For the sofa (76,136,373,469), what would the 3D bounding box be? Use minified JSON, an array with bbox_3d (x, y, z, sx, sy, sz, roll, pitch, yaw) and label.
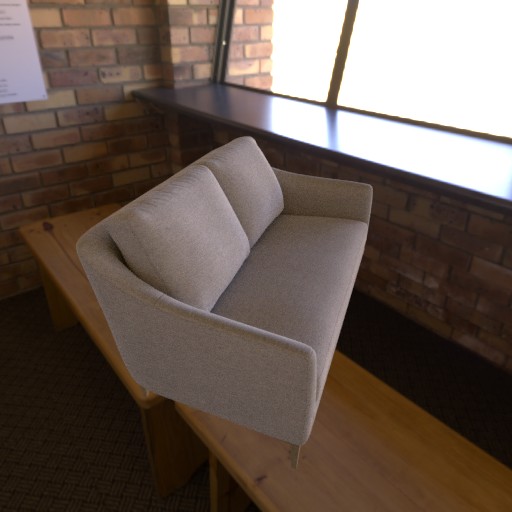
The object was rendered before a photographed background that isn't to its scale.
[{"bbox_3d":[0.000,0.000,2.212,0.960,0.904,1.619,10,30,17],"label":"sofa"}]
